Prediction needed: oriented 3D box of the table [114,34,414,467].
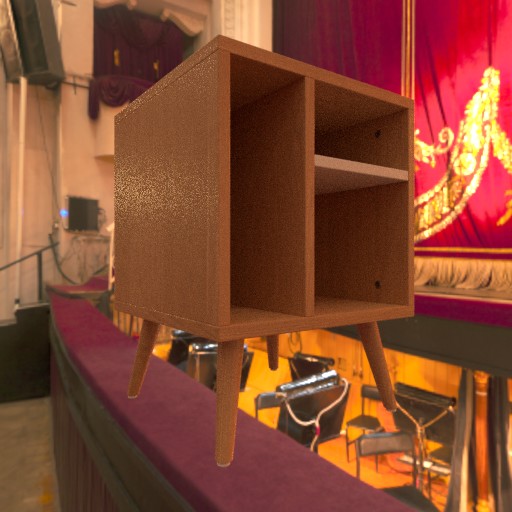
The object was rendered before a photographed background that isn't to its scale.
[{"bbox_3d":[0.000,0.000,0.826,0.400,0.550,0.400,0,0,-36],"label":"table"}]
